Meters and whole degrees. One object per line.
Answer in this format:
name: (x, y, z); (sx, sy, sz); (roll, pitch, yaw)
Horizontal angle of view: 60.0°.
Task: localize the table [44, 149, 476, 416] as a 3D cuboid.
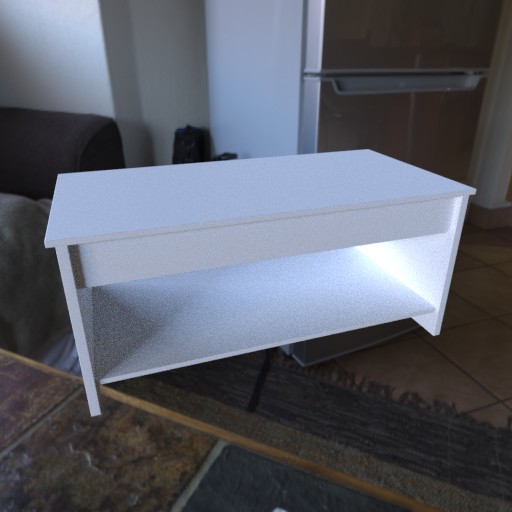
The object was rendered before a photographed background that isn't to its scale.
table: (0.000, 0.000, 1.273); (1.000, 0.441, 0.500); (-9, 27, -17)
